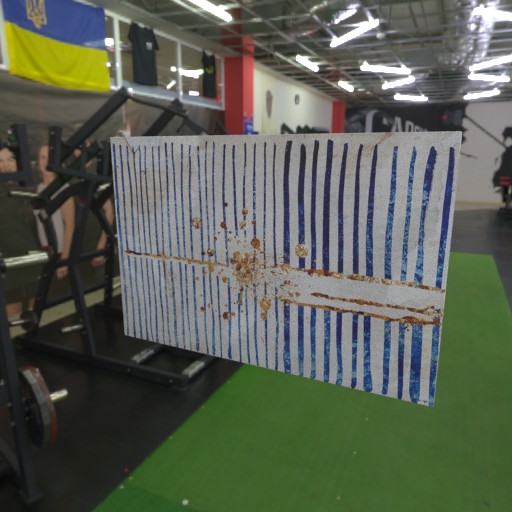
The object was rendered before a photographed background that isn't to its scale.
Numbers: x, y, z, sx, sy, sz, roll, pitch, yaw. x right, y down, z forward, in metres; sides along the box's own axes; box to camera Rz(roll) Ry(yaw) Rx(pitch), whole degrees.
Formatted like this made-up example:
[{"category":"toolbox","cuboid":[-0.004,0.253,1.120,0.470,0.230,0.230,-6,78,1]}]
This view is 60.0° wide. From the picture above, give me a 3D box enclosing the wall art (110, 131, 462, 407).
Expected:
[{"category":"wall art","cuboid":[0.000,0.000,1.437,1.143,0.757,0.038,7,15,26]}]
